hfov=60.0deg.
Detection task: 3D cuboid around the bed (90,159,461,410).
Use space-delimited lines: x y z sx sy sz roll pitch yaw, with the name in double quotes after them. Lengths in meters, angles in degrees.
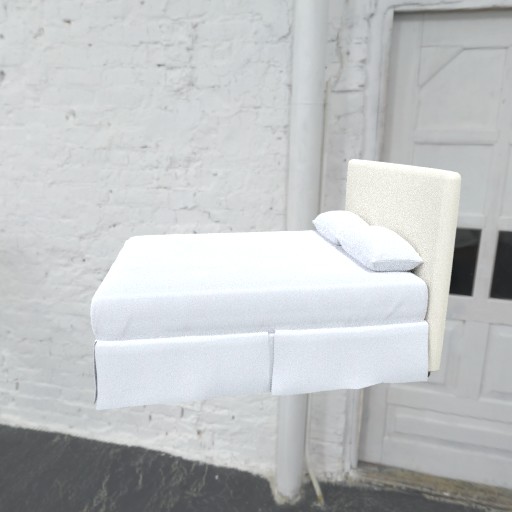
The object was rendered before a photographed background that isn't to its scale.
0.000 0.000 3.280 2.142 1.330 1.713 -2 15 -8 "bed"
